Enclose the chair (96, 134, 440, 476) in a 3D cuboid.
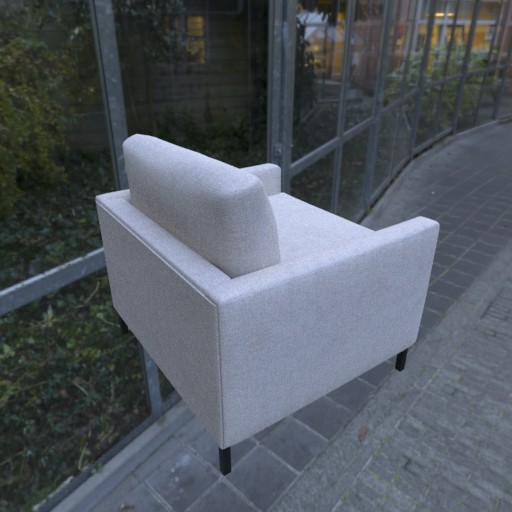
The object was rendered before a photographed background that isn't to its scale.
[{"bbox_3d":[0.000,0.000,1.657,0.866,0.861,0.963,-17,31,-31],"label":"chair"}]
